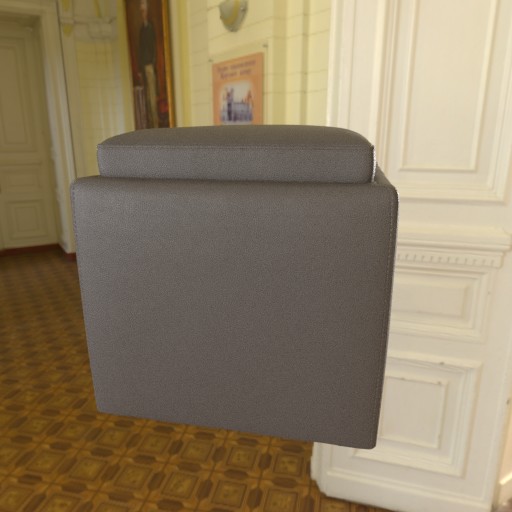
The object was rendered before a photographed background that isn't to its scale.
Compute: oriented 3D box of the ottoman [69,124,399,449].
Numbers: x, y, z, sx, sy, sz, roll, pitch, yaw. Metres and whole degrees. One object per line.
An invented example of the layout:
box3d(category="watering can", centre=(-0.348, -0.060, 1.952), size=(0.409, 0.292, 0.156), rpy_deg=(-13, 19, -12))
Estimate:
box3d(category="ottoman", centre=(0.000, 0.000, 0.810), size=(0.450, 0.460, 0.451), rpy_deg=(3, 16, 11))
